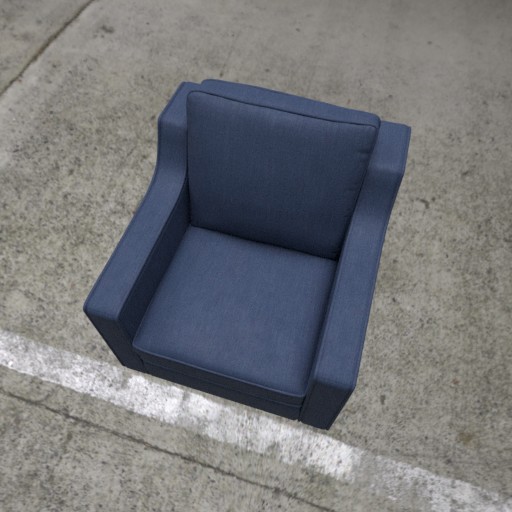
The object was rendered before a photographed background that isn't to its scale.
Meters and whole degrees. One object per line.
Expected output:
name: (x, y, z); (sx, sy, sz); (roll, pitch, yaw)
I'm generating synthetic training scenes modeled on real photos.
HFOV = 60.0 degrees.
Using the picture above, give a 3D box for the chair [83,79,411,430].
chair: (0.000, 0.000, 1.621); (0.831, 0.960, 0.909); (15, 59, 9)
